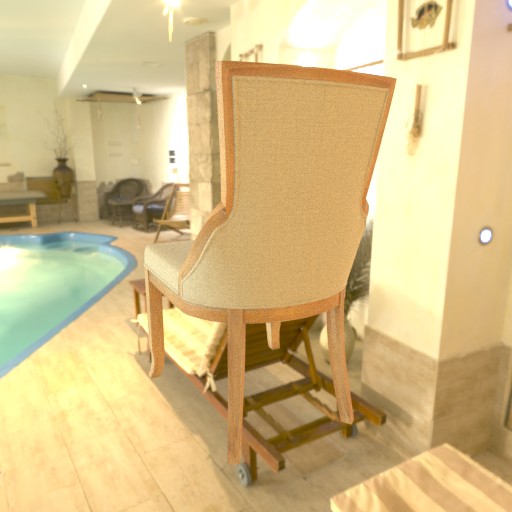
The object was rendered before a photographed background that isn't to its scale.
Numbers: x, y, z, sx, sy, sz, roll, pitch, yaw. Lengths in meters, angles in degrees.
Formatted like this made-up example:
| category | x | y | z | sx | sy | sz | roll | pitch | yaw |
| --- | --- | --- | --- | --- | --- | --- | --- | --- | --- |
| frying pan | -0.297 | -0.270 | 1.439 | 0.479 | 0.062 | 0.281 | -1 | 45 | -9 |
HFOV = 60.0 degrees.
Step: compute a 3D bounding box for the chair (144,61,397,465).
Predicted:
| category | x | y | z | sx | sy | sz | roll | pitch | yaw |
| --- | --- | --- | --- | --- | --- | --- | --- | --- | --- |
| chair | 0.000 | 0.000 | 1.308 | 0.524 | 0.947 | 0.641 | -7 | 15 | -27 |
